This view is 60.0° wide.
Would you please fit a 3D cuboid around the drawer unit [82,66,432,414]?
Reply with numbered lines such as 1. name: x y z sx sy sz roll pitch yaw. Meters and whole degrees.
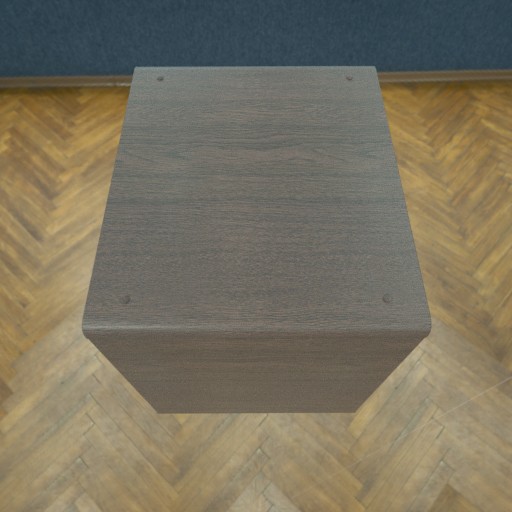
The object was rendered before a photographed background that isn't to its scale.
1. drawer unit: 0.000 0.000 0.596 0.290 0.344 0.344 0 59 0
